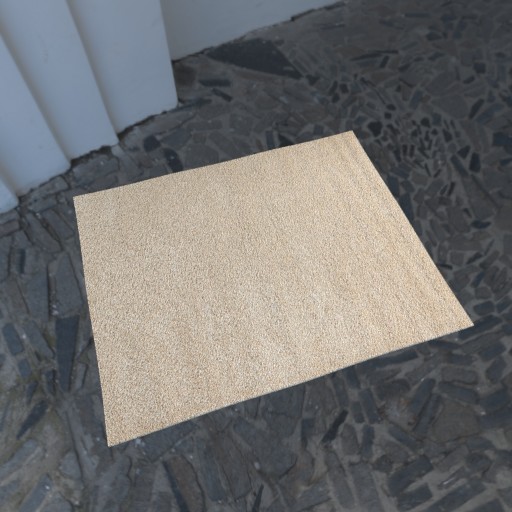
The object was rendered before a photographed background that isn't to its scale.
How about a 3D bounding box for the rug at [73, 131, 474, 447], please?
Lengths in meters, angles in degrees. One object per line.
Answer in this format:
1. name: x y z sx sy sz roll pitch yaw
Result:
1. rug: 0.000 0.000 4.013 3.000 0.026 2.400 -16 60 -9
